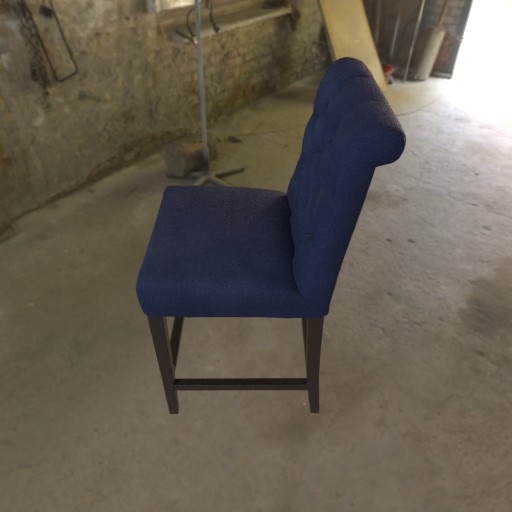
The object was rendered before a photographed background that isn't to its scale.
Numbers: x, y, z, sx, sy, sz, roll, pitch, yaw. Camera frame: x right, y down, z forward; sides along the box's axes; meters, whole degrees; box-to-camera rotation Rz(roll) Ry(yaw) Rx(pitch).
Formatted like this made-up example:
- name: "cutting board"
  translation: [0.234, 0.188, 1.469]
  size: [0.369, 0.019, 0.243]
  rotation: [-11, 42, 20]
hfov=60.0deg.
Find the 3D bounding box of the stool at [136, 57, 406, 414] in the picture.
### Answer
- name: "stool"
  translation: [0.000, 0.000, 1.324]
  size: [0.601, 1.010, 0.493]
  rotation: [0, 40, 0]
